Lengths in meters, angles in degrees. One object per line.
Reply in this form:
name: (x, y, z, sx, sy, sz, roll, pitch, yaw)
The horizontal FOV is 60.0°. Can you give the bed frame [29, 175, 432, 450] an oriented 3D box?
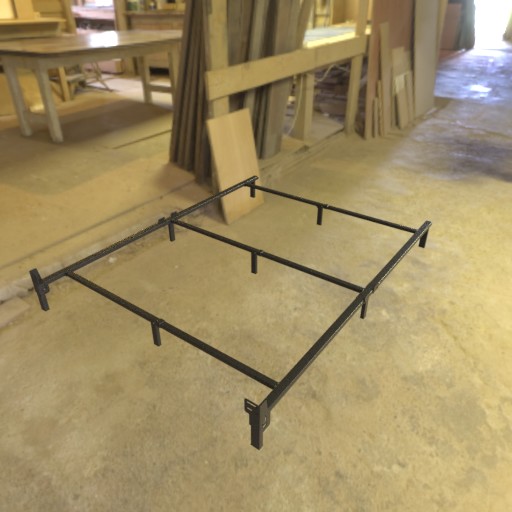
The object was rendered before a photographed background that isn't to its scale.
bed frame: (0.000, 0.000, 2.695, 1.498, 0.248, 1.990, 21, 37, 30)
